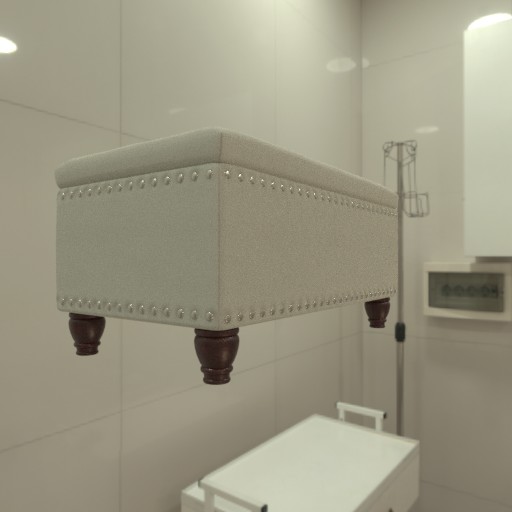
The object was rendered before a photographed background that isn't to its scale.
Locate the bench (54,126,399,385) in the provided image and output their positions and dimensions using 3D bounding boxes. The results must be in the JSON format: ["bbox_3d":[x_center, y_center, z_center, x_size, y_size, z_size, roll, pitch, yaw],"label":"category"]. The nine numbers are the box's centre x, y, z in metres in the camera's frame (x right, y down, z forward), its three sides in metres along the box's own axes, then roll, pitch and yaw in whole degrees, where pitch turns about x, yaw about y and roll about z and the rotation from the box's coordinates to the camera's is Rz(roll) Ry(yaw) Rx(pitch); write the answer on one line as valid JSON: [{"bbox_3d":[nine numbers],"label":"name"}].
[{"bbox_3d":[0.000,0.000,1.213,0.500,0.449,0.887,0,-1,36],"label":"bench"}]
